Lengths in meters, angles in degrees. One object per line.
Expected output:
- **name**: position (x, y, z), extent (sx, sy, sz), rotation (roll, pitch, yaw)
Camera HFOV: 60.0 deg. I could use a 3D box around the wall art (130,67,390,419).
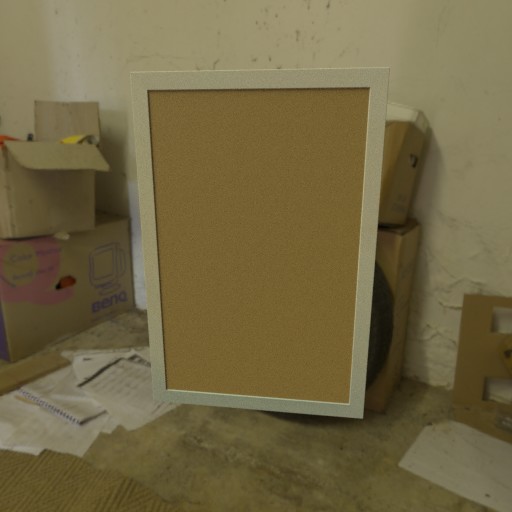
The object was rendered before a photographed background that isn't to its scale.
- **wall art**: position (0.000, 0.000, 1.178), extent (0.612, 0.915, 0.039), rotation (2, 16, 8)
